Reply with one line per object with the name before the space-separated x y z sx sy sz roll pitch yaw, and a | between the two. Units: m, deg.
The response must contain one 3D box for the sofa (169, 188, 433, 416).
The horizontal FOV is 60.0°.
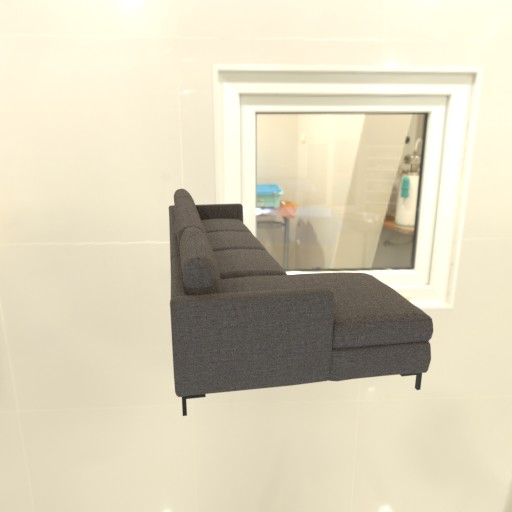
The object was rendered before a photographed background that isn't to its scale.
sofa | 0.000 0.000 3.293 1.258 0.754 2.731 -3 16 -11
